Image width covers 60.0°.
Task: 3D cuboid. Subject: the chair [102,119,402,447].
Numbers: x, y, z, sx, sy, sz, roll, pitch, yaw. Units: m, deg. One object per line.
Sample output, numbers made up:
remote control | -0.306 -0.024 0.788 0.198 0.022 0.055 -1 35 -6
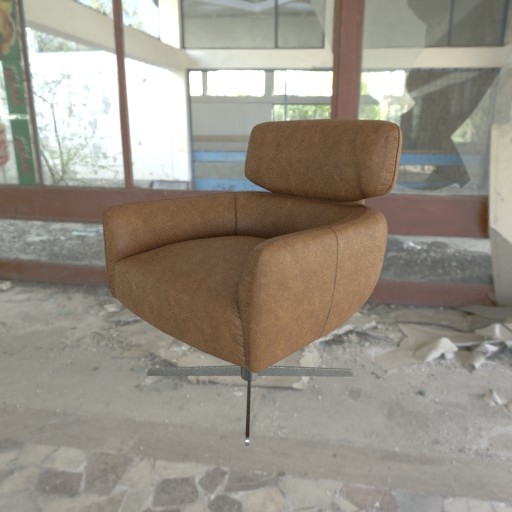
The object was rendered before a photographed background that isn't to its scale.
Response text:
chair | 0.000 0.000 1.357 0.715 0.812 0.706 -15 22 -43
